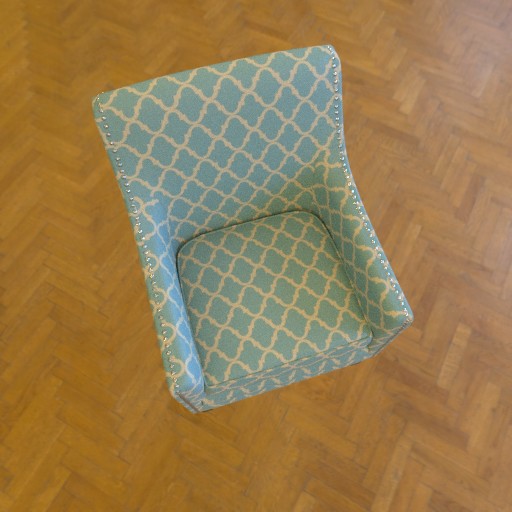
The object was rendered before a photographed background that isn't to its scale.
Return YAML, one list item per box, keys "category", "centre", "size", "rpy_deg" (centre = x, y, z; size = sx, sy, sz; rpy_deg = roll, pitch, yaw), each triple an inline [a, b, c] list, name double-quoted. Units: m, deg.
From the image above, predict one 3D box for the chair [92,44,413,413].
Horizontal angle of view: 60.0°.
- category: "chair"
  centre: [0.000, 0.000, 1.291]
  size: [0.617, 0.817, 0.686]
  rpy_deg: [-16, 66, -7]
